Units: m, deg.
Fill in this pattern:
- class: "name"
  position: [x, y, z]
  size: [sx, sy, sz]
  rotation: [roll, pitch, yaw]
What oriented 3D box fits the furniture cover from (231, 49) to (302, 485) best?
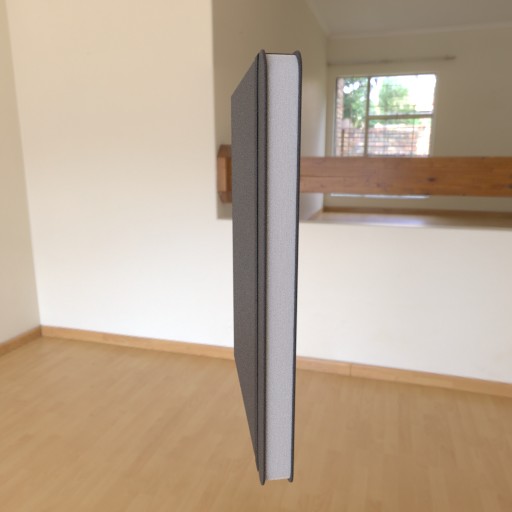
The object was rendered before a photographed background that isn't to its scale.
- class: "furniture cover"
  position: [0.000, 0.000, 0.372]
  size: [0.023, 0.281, 0.216]
  rotation: [-2, 13, -8]
